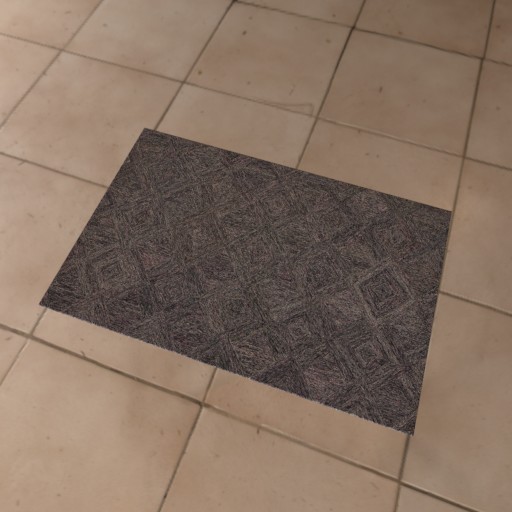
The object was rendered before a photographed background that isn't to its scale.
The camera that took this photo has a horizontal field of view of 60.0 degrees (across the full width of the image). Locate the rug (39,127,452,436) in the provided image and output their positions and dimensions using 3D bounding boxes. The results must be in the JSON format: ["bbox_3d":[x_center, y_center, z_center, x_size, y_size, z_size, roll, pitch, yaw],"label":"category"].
[{"bbox_3d":[0.000,0.000,2.861,2.298,0.017,1.501,17,65,8],"label":"rug"}]
